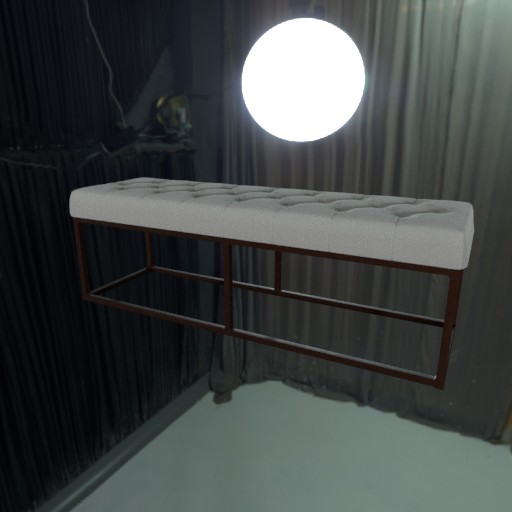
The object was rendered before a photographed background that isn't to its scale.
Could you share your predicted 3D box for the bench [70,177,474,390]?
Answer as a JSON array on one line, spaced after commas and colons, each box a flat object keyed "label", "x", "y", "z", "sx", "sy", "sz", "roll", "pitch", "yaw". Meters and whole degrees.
[{"label": "bench", "x": 0.000, "y": 0.000, "z": 1.728, "sx": 1.488, "sy": 0.488, "sz": 0.479, "roll": 9, "pitch": 19, "yaw": 26}]
